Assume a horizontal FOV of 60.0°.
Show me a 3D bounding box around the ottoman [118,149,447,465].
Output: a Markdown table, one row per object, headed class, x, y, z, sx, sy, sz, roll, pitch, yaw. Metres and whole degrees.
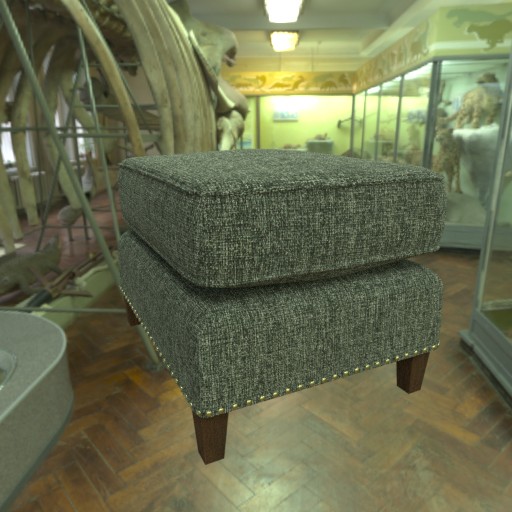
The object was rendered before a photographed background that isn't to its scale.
| class | x | y | z | sx | sy | sz | roll | pitch | yaw |
| --- | --- | --- | --- | --- | --- | --- | --- | --- | --- |
| ottoman | 0.000 | 0.000 | 1.141 | 0.589 | 0.537 | 0.738 | -8 | 18 | -26 |
